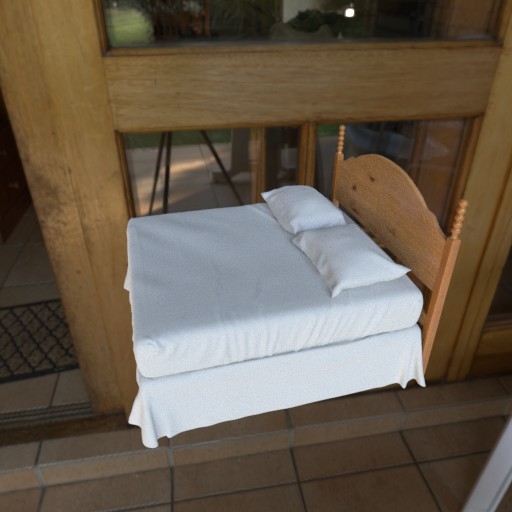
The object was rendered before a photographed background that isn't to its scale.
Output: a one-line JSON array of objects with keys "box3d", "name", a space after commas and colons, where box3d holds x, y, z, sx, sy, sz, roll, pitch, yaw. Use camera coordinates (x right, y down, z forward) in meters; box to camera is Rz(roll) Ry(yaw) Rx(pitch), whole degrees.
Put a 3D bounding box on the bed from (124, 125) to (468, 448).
[{"box3d": [0.000, 0.000, 3.245, 2.040, 1.356, 1.873, -8, 32, -13], "name": "bed"}]
